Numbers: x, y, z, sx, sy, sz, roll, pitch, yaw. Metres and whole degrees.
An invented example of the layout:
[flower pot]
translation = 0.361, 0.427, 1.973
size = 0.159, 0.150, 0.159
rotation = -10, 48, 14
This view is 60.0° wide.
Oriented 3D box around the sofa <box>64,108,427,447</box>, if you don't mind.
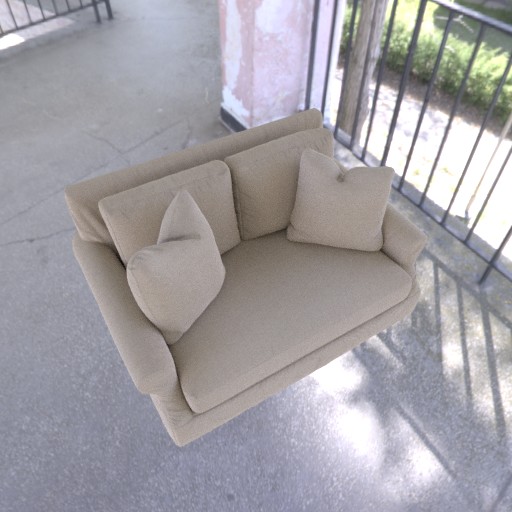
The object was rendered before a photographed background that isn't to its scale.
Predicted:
[sofa]
translation = 0.000, 0.000, 2.224
size = 1.550, 0.905, 1.070
rotation = -24, 51, -21
